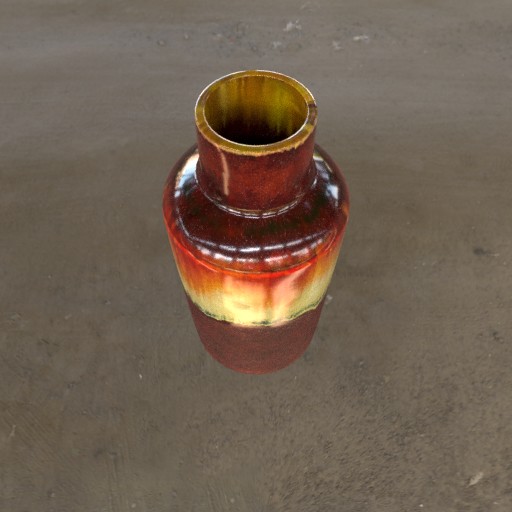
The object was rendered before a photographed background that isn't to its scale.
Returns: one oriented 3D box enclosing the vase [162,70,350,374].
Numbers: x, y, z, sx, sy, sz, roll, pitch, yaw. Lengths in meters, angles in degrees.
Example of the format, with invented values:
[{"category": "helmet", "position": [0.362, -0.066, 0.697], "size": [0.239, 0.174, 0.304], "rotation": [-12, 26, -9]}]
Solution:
[{"category": "vase", "position": [0.000, 0.000, 0.316], "size": [0.111, 0.261, 0.111], "rotation": [0, 58, 0]}]
